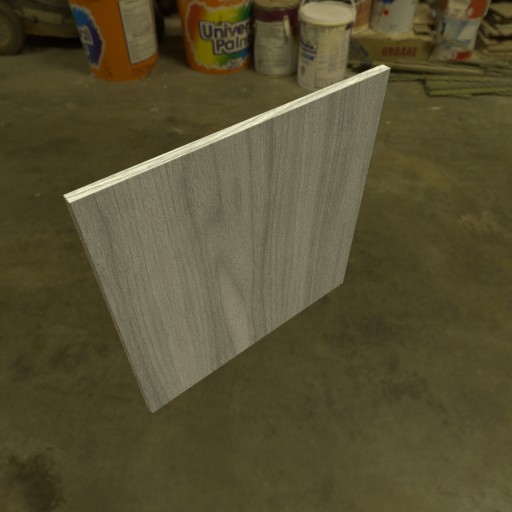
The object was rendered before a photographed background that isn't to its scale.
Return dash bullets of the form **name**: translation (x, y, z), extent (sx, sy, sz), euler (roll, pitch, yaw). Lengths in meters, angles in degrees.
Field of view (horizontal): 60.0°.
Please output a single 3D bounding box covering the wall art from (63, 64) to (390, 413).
- **wall art**: translation (0.000, 0.000, 0.752), extent (0.508, 0.507, 0.016), euler (-30, 54, -25)
